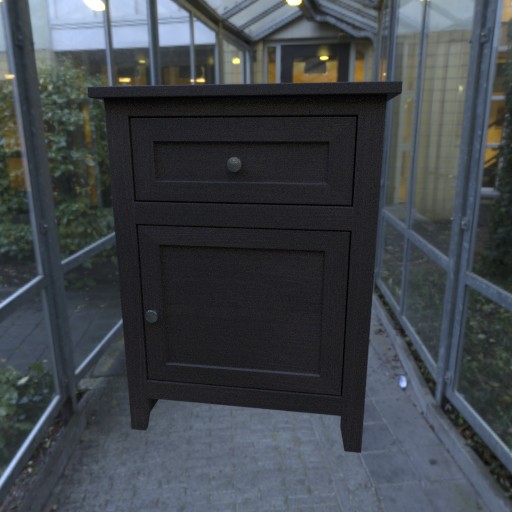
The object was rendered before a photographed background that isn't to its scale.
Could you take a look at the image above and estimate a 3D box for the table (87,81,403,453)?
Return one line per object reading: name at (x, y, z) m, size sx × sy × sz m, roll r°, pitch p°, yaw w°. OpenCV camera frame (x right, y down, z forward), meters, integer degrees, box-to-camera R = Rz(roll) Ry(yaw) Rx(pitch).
table at (0.000, 0.000, 0.927) m, size 0.480 × 0.635 × 0.381 m, roll 2°, pitch 15°, yaw 9°
